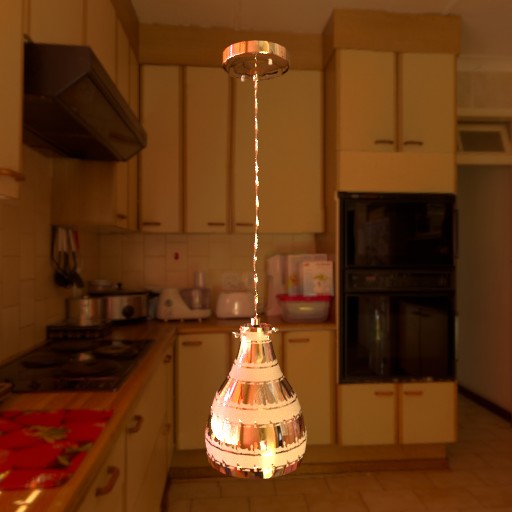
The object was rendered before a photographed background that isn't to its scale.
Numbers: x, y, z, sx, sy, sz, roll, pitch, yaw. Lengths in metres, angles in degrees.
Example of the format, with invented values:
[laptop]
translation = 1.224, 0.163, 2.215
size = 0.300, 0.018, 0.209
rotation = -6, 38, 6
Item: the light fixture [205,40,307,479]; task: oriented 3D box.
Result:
[light fixture]
translation = 0.000, 0.000, 1.624
size = 0.374, 1.457, 0.374
rotation = 0, 0, -34
